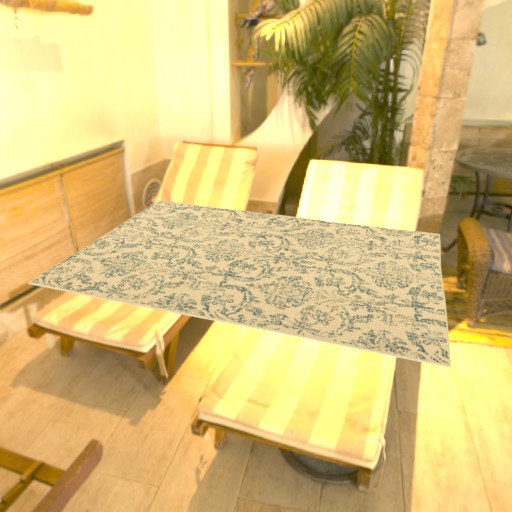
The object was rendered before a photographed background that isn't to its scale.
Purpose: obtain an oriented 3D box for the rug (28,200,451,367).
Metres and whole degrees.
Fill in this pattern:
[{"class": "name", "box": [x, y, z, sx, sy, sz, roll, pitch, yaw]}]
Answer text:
[{"class": "rug", "box": [0.000, 0.000, 3.457, 2.746, 0.018, 1.819, 8, 28, 17]}]
